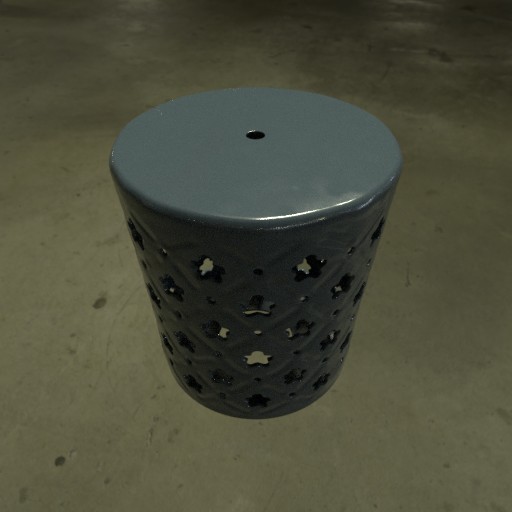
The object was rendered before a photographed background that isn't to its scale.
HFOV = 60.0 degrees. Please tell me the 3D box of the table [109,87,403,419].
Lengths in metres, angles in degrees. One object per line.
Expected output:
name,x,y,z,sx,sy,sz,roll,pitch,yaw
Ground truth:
table,0.000,0.000,0.663,0.352,0.387,0.352,0,41,0
